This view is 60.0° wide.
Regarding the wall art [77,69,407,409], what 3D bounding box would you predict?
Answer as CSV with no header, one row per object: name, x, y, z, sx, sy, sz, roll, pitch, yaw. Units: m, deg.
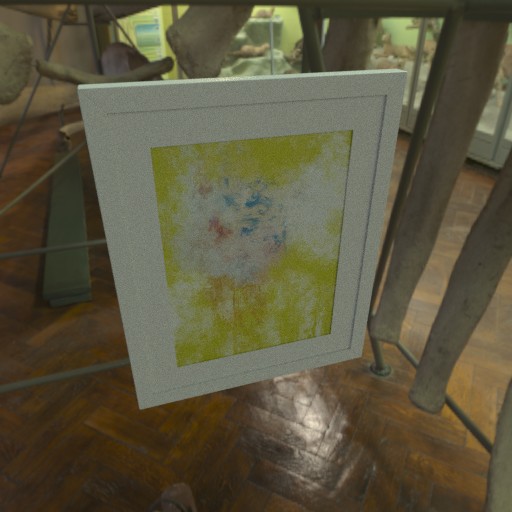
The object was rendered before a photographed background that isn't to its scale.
wall art,0.000,0.000,0.736,0.454,0.556,0.028,-9,32,-15
